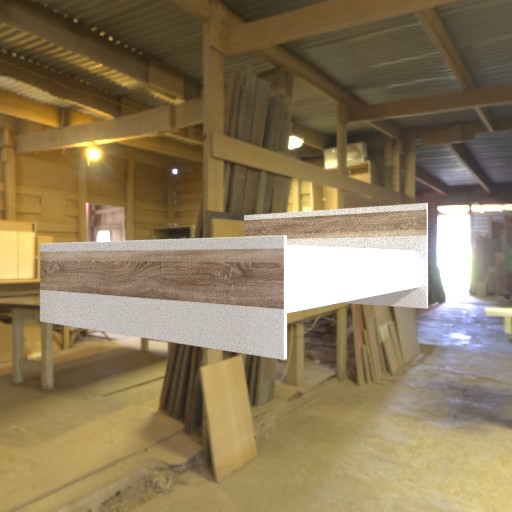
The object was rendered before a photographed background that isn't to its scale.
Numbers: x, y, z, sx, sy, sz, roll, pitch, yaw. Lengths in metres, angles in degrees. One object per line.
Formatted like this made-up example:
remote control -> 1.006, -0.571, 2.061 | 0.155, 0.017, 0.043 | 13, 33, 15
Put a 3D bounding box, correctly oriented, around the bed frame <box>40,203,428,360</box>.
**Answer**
bed frame -> 0.000, 0.000, 3.006 | 1.720, 0.800, 2.060 | 0, 0, 35
